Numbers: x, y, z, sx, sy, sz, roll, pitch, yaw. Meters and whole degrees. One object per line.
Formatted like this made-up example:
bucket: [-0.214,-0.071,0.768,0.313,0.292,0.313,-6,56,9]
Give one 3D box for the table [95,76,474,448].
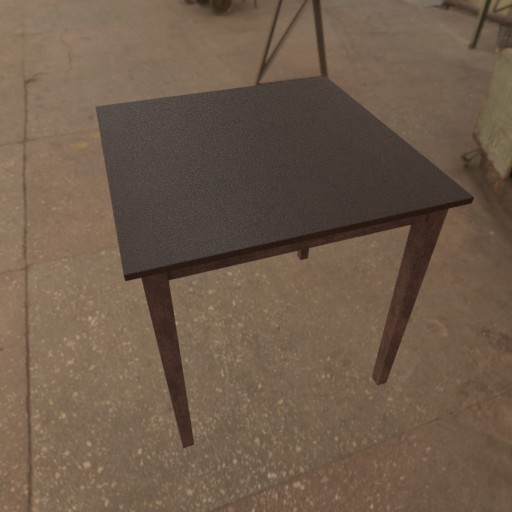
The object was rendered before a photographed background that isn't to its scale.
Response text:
table: [0.000,0.000,1.395,0.749,0.770,0.749,-13,44,-14]
